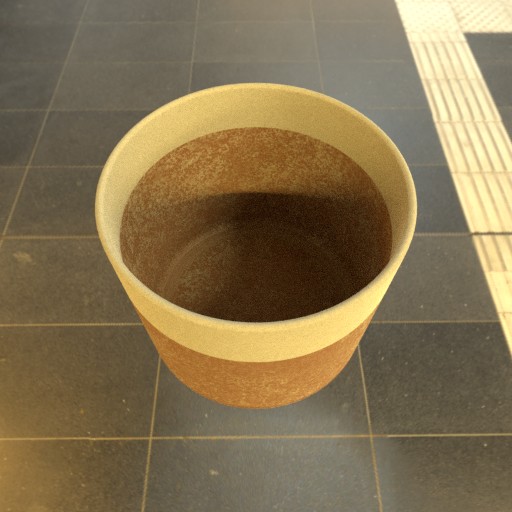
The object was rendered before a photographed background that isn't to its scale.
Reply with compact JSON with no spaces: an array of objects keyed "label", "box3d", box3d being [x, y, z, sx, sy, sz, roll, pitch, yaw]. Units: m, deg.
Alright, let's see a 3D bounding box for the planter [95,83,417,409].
[{"label":"planter","box3d":[0.000,0.000,0.279,0.159,0.138,0.159,0,58,0]}]
